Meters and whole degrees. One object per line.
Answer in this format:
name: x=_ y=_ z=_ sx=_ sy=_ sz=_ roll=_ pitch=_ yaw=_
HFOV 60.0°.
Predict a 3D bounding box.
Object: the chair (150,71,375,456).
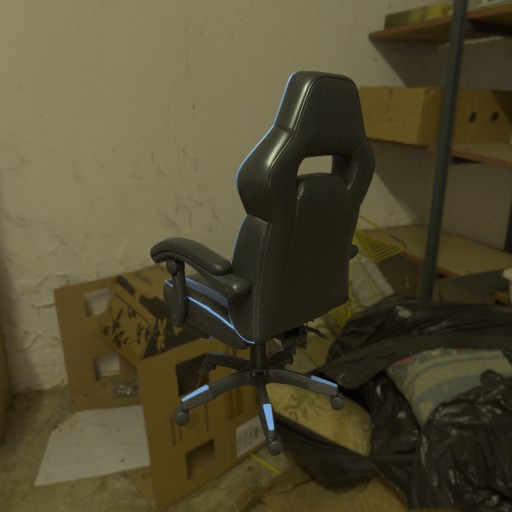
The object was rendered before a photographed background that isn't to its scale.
chair: x=0.000 y=0.000 z=1.718 sx=0.700 sy=1.280 sz=0.700 roll=-15 pitch=22 yaw=-42
